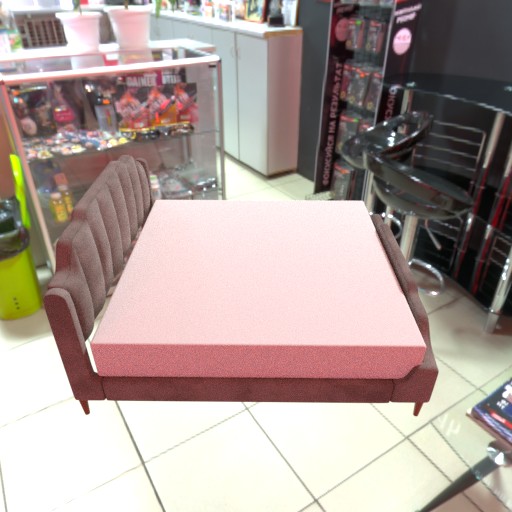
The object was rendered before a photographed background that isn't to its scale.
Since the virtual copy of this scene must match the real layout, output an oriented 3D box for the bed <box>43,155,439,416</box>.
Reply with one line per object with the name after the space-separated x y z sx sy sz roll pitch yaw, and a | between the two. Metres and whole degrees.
0.000 0.000 3.489 2.340 1.245 2.074 0 33 1 | bed
